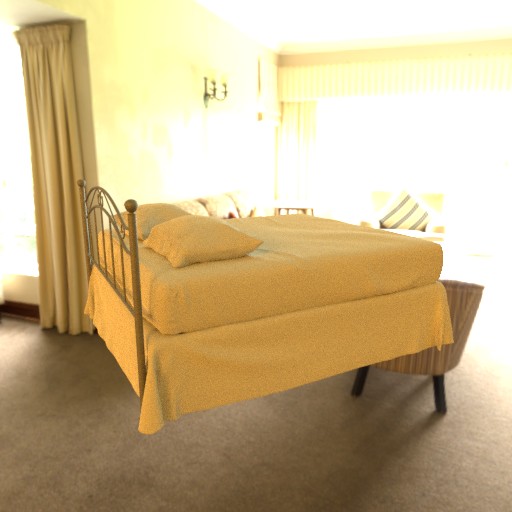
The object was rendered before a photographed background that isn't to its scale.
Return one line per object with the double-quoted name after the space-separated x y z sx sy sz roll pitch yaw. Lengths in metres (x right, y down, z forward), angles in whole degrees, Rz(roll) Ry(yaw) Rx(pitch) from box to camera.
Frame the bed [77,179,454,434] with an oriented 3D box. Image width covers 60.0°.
0.000 0.000 3.229 2.215 1.080 1.936 -7 15 -28 "bed"
